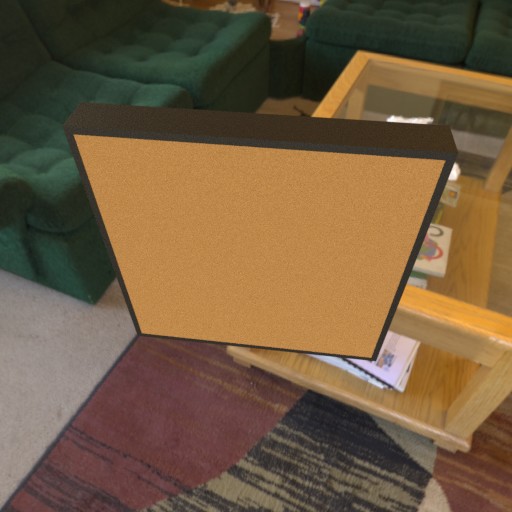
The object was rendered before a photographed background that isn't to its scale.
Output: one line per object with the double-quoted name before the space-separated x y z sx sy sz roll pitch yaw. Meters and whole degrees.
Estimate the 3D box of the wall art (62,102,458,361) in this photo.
"wall art" 0.000 0.000 0.462 0.304 0.304 0.038 5 48 5
